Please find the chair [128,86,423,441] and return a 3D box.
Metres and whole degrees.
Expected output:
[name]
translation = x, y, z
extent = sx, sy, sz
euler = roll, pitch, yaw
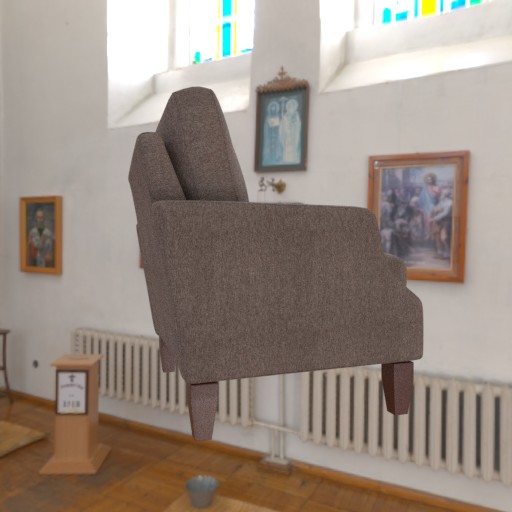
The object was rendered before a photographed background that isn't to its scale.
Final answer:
[chair]
translation = 0.000, 0.000, 1.649
extent = 0.897, 0.993, 0.855
euler = 0, 0, -18
